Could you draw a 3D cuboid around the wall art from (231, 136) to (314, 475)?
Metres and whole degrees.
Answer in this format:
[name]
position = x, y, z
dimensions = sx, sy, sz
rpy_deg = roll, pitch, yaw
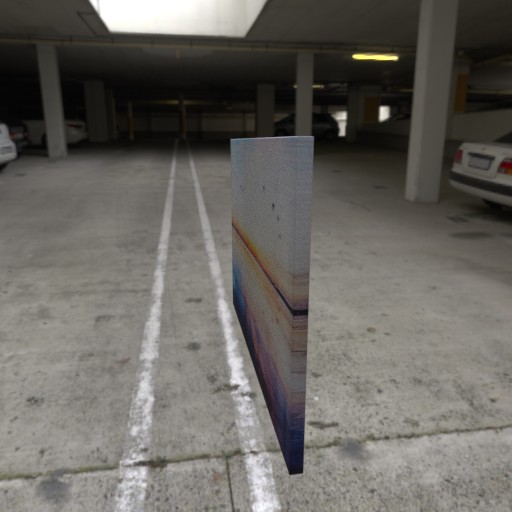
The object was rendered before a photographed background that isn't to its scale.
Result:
[wall art]
position = 0.000, 0.000, 0.783
dimensions = 0.018, 0.402, 0.604
rpy_deg = -2, 15, -9
